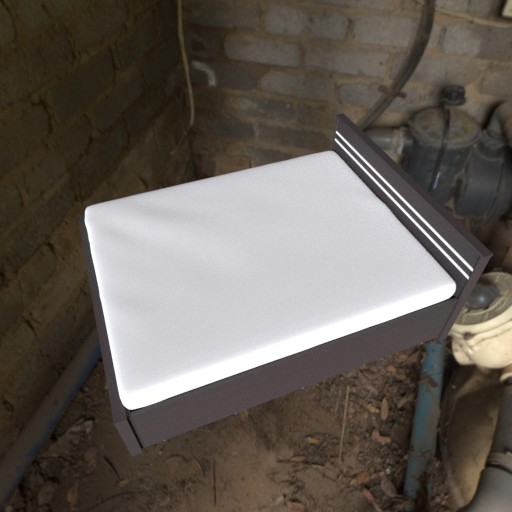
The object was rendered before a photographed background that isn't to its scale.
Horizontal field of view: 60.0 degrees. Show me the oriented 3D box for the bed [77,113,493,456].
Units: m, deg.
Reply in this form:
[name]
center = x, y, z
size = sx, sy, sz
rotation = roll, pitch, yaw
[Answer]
[bed]
center = 0.000, 0.000, 2.935
size = 2.103, 0.808, 1.634
rotation = -16, 48, -15
